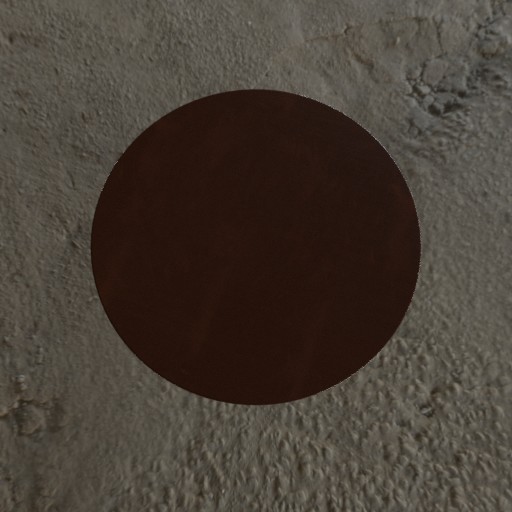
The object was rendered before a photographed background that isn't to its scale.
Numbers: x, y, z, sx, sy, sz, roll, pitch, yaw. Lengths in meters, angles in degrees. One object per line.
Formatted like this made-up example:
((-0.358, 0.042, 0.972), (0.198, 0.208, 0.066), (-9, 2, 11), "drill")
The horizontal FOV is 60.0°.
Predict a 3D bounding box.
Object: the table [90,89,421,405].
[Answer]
((0.000, 0.000, 1.469), (0.911, 0.512, 0.911), (0, 75, 0), "table")
